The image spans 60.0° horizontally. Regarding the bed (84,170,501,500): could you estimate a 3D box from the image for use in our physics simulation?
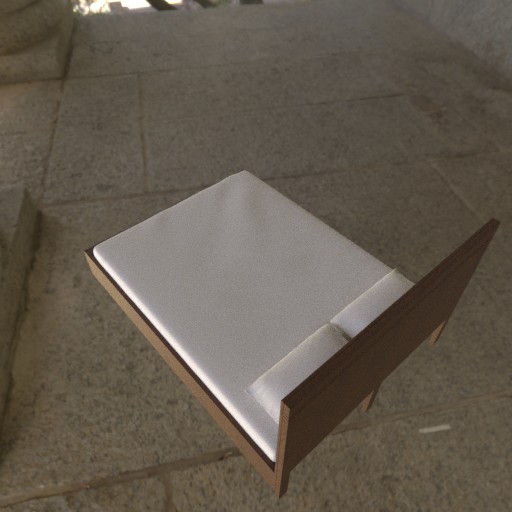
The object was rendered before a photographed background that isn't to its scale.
[{"bbox_3d":[0.000,0.000,3.050,1.613,1.169,2.221,-32,54,-27],"label":"bed"}]
